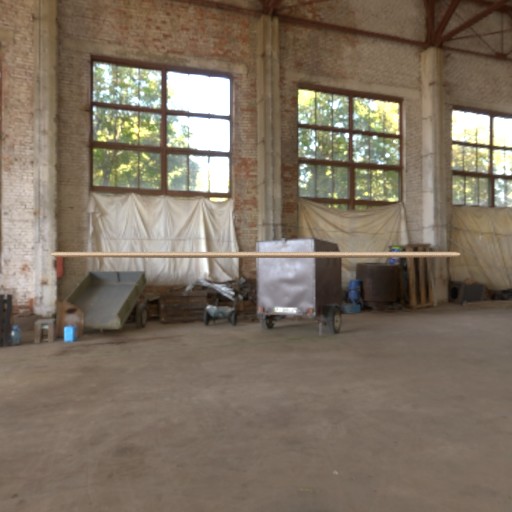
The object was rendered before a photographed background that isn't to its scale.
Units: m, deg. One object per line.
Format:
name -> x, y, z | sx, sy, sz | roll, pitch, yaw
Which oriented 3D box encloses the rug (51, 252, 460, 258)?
rug -> 0.000, 0.000, 2.664 | 1.525, 0.020, 2.081 | 0, 0, 0
